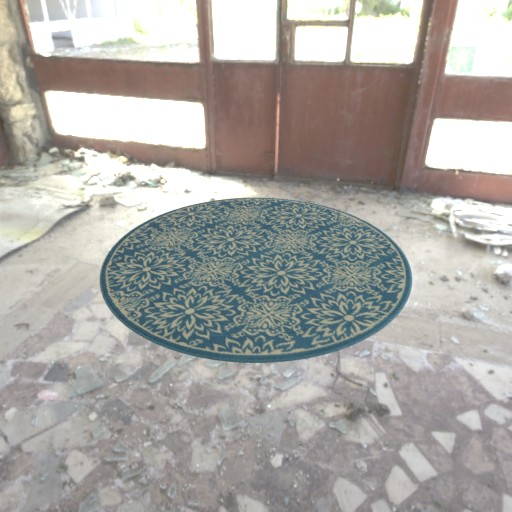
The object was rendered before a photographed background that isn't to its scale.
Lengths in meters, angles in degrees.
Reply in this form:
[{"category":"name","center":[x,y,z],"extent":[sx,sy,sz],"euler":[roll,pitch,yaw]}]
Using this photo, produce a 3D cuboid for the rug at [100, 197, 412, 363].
[{"category":"rug","center":[0.000,0.000,2.359],"extent":[1.593,0.012,1.593],"euler":[0,30,0]}]
